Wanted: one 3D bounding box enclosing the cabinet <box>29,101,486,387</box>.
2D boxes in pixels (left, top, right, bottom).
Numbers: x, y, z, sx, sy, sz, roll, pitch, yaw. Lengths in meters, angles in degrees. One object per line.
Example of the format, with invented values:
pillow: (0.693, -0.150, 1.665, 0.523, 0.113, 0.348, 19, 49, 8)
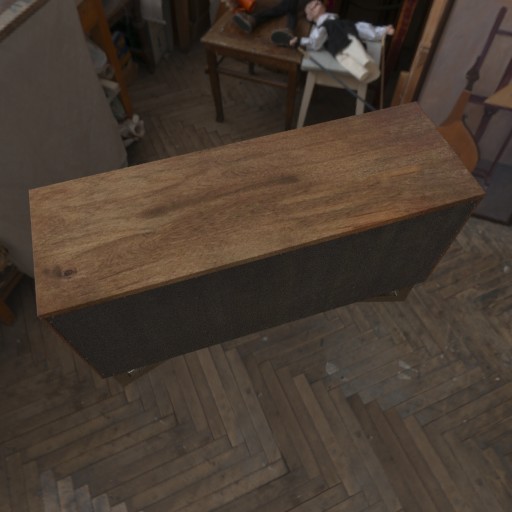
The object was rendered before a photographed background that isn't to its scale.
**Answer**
cabinet: (0.000, 0.000, 1.752, 1.373, 0.812, 0.480, -15, 60, -9)
